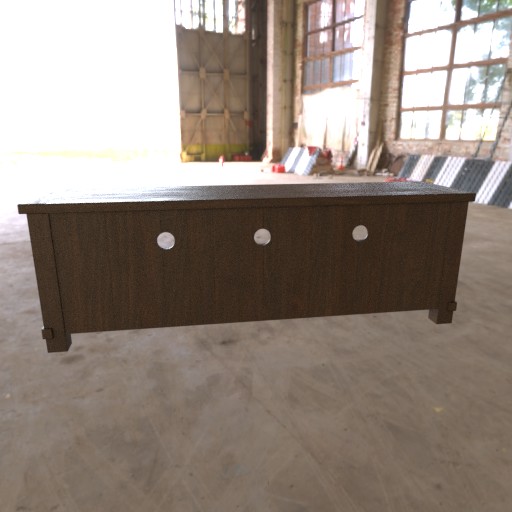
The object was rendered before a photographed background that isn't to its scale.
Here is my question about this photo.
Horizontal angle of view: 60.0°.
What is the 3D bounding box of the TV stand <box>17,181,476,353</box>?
[{"bbox_3d":[0.000,0.000,2.085,1.866,0.615,0.471,-3,16,-9],"label":"TV stand"}]
